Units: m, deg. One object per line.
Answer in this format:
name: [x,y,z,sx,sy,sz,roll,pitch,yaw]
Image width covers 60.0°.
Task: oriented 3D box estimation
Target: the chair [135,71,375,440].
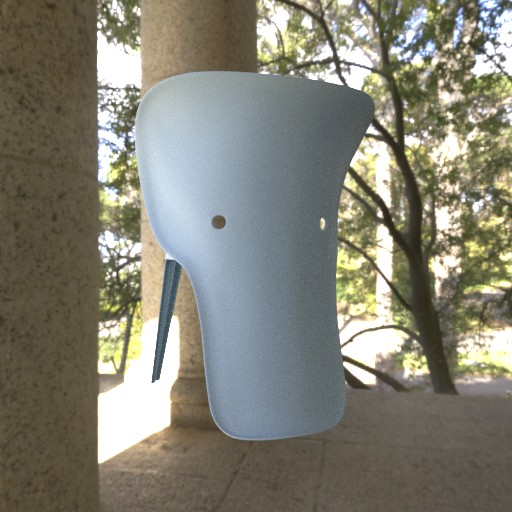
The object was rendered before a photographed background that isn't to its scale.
chair: [0.000,0.000,0.858,0.451,0.554,0.402,0,1,-18]
